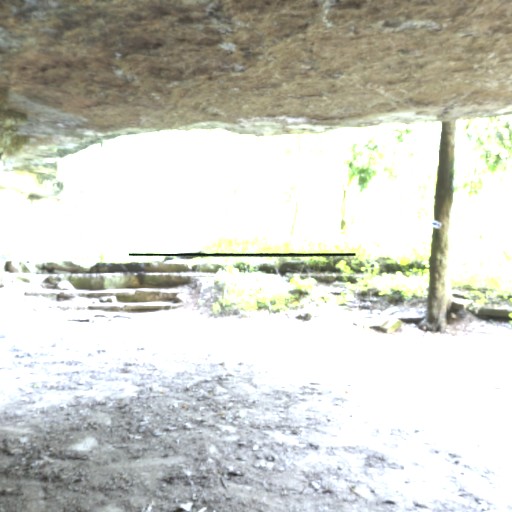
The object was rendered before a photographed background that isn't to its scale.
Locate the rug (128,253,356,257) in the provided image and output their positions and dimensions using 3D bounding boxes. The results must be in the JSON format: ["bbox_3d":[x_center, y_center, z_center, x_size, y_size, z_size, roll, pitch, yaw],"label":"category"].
[{"bbox_3d":[0.000,0.000,2.664,0.744,0.010,2.441,0,0,2],"label":"rug"}]
